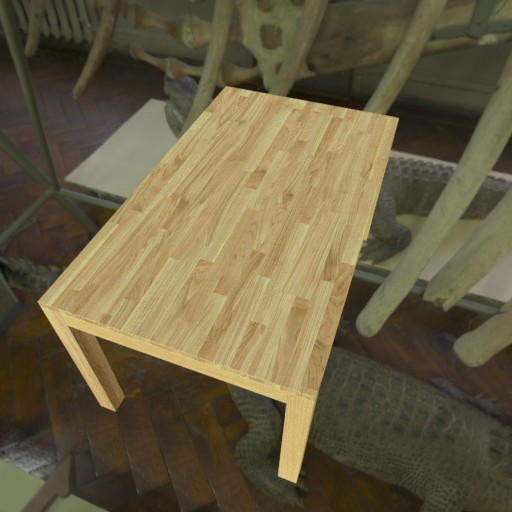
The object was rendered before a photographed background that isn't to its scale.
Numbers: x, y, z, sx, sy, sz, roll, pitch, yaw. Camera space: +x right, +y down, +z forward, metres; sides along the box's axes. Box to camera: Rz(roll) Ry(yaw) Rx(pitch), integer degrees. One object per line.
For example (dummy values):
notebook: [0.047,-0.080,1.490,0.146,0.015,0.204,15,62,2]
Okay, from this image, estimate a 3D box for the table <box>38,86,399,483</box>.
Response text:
table: [0.000,0.000,2.040,0.900,0.770,1.500,15,50,14]
